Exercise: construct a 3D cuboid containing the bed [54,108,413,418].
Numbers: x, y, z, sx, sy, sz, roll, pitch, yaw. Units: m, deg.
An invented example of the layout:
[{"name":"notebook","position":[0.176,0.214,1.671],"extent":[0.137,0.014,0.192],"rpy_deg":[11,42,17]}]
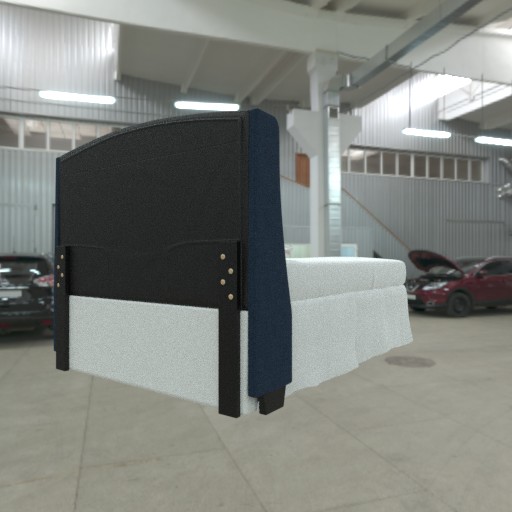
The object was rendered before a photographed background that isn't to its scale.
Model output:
[{"name":"bed","position":[0.000,0.000,3.209],"extent":[1.604,1.402,2.223],"rpy_deg":[0,0,36]}]
